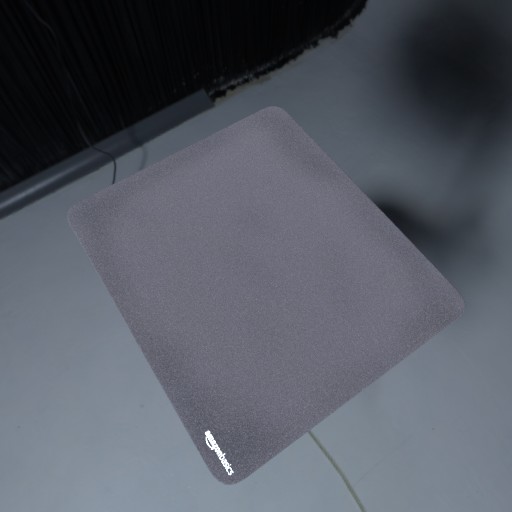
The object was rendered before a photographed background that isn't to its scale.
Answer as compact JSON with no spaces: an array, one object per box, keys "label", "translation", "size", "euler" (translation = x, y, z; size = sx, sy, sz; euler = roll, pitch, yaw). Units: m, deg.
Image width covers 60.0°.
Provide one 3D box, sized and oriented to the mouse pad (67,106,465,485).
[{"label":"mouse pad","translation":[0.000,0.000,0.625],"size":[0.393,0.002,0.451],"euler":[-31,67,-15]}]
